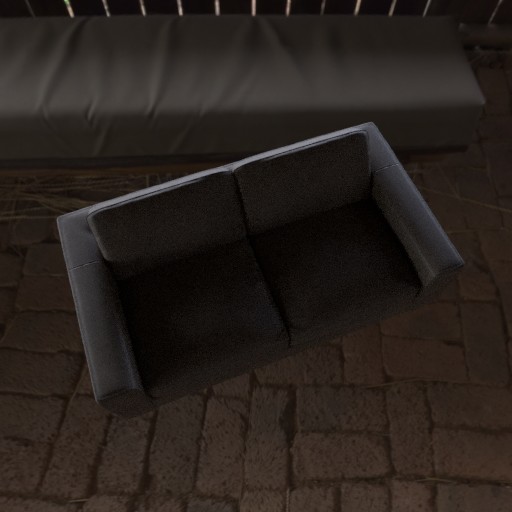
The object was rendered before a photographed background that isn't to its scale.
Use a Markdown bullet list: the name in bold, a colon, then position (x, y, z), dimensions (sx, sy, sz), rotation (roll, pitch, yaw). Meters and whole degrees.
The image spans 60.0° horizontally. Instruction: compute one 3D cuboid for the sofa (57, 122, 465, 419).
- **sofa**: position (0.000, 0.000, 2.461), dimensions (1.920, 0.800, 1.070), rotation (-19, 65, -9)
